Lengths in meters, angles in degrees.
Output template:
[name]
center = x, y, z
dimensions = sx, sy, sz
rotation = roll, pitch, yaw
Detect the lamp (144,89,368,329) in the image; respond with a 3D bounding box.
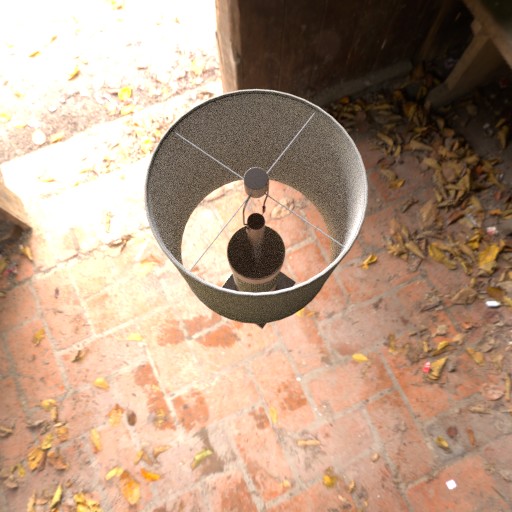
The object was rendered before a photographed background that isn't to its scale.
[lamp]
center = 0.000, 0.000, 0.629
dimensions = 0.202, 0.509, 0.202
rotation = 35, 78, 9
